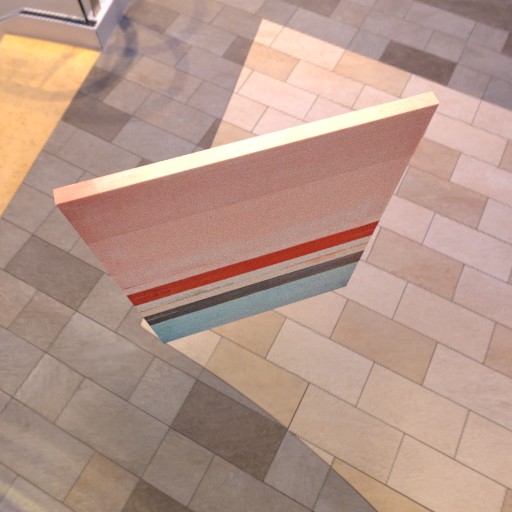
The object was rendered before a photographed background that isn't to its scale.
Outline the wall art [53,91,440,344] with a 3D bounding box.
[{"bbox_3d":[0.000,0.000,1.305,0.761,1.016,0.039,-17,66,-8],"label":"wall art"}]
